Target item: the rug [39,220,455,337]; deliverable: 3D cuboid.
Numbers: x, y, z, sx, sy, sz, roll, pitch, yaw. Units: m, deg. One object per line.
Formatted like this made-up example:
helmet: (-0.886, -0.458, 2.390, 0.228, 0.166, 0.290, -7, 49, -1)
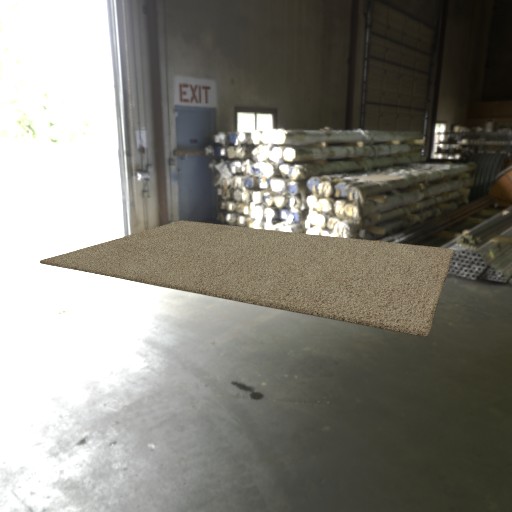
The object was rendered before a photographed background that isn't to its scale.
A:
rug: (0.000, 0.000, 3.460, 2.743, 0.030, 1.778, 8, 17, 26)
